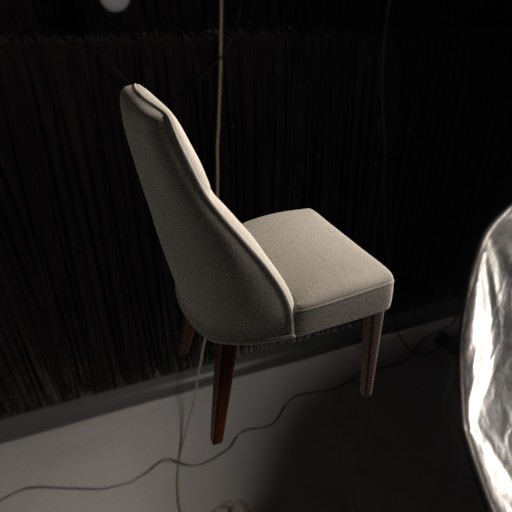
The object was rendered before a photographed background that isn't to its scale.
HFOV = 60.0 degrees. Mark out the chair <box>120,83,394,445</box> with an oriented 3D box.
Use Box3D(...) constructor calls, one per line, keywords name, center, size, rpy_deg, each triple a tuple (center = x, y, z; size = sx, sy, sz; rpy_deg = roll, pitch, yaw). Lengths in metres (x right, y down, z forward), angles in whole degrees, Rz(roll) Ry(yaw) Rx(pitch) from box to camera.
Box3D(name="chair", center=(0.000, 0.000, 1.274), size=(0.620, 0.930, 0.500), rpy_deg=(-11, 32, -19))
